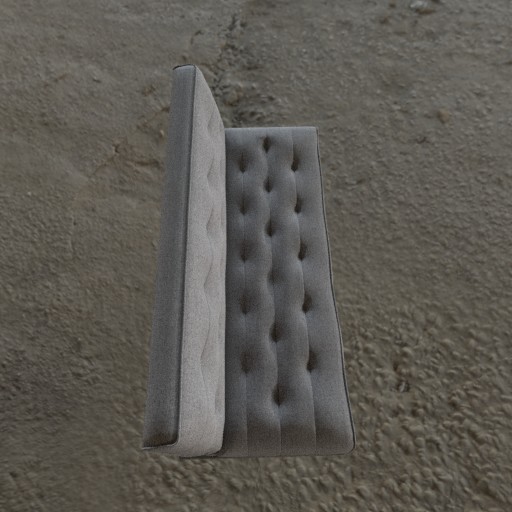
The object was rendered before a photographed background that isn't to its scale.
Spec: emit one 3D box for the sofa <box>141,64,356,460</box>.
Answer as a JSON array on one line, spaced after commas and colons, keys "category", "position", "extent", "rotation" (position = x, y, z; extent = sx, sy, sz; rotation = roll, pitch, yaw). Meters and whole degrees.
[{"category": "sofa", "position": [0.000, 0.000, 2.214], "extent": [0.810, 0.830, 1.820], "rotation": [-1, 63, -1]}]
